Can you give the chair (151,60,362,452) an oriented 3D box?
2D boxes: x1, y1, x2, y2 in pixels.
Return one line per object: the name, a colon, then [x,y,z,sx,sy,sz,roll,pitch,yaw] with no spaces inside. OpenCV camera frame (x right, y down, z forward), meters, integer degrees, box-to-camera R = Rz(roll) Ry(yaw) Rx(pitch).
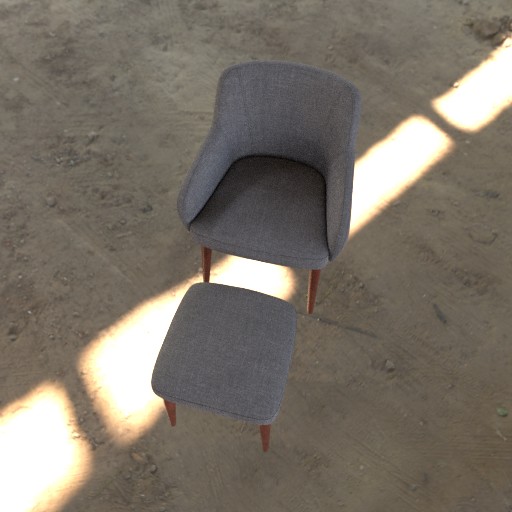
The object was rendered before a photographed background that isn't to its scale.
chair: [0.000,0.000,1.555,0.584,0.799,1.107,12,59,8]
